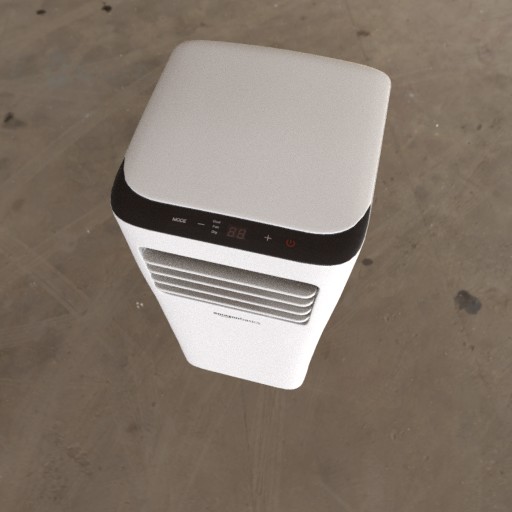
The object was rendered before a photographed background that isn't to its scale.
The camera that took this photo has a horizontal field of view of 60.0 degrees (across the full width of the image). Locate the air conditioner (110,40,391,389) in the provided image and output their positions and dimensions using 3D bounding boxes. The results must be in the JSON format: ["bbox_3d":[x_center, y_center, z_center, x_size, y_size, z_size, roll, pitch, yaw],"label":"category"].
[{"bbox_3d":[0.000,0.000,0.921,0.352,0.716,0.369,12,60,7],"label":"air conditioner"}]
